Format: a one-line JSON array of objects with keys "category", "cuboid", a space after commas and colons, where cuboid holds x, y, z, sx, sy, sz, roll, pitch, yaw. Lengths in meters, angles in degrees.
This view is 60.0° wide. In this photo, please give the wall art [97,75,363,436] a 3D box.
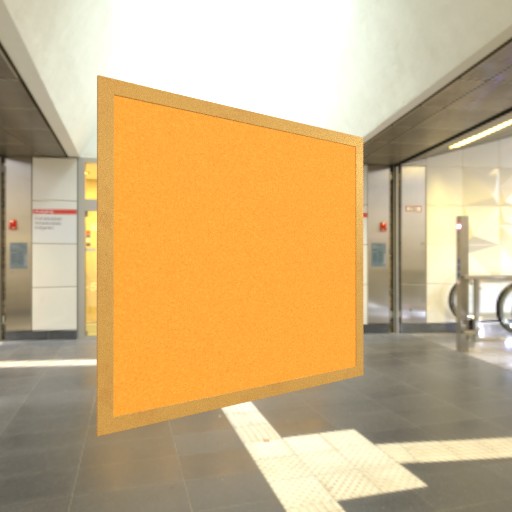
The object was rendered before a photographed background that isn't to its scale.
[{"category": "wall art", "cuboid": [0.000, 0.000, 1.659, 1.168, 1.067, 0.025, 0, 0, -36]}]
